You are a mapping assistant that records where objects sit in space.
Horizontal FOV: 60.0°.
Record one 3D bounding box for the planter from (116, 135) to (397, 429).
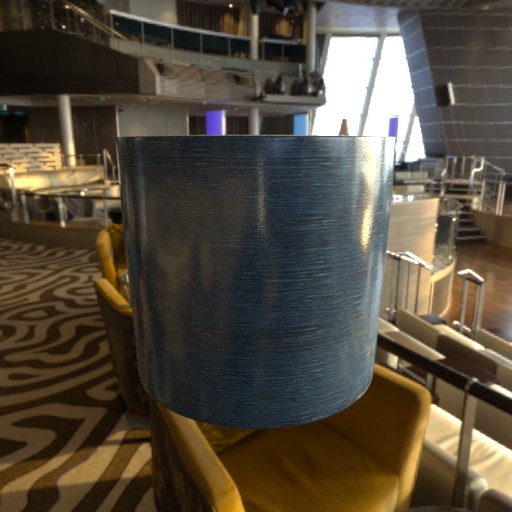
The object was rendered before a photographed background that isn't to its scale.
[{"bbox_3d":[0.000,0.000,0.390,0.221,0.201,0.221,0,14,0],"label":"planter"}]
